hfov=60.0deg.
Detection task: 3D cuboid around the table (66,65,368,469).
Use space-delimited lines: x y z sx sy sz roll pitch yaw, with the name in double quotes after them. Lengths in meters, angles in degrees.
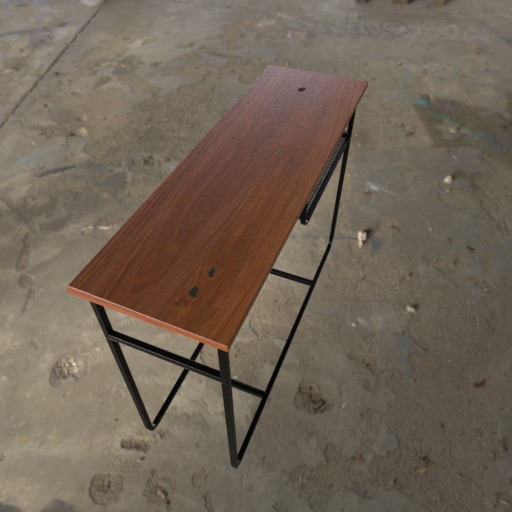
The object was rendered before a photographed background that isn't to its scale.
0.000 0.000 1.440 0.350 0.750 1.100 17 49 15 "table"
